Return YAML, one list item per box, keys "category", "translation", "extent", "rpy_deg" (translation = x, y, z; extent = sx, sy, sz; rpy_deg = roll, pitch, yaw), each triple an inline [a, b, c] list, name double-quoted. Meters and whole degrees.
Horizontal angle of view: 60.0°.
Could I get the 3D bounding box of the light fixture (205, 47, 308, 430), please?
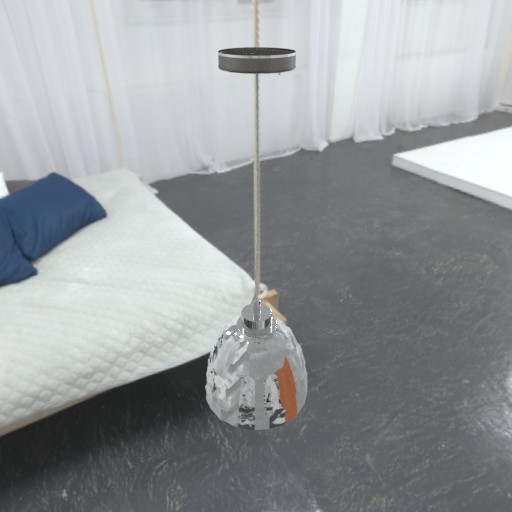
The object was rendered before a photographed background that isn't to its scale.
- category: "light fixture"
  translation: [0.000, 0.000, 1.793]
  extent: [0.496, 1.511, 0.500]
  rpy_deg: [21, 37, 32]
